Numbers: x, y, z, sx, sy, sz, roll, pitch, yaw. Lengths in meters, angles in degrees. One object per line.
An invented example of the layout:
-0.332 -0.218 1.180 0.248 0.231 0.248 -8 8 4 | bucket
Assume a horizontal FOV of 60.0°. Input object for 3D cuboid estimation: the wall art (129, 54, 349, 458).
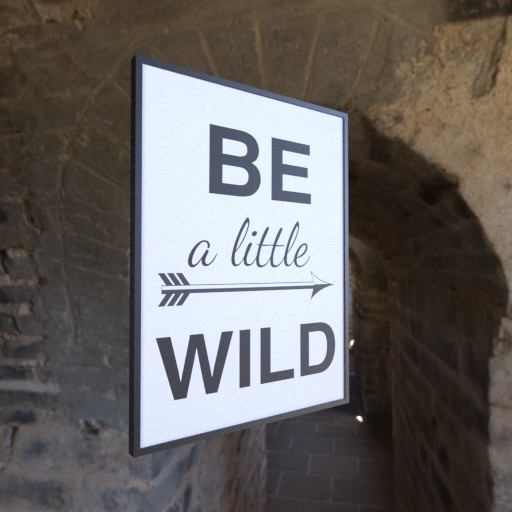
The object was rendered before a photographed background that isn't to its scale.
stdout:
0.000 0.000 1.412 0.806 1.062 0.038 1 -1 -35 | wall art
